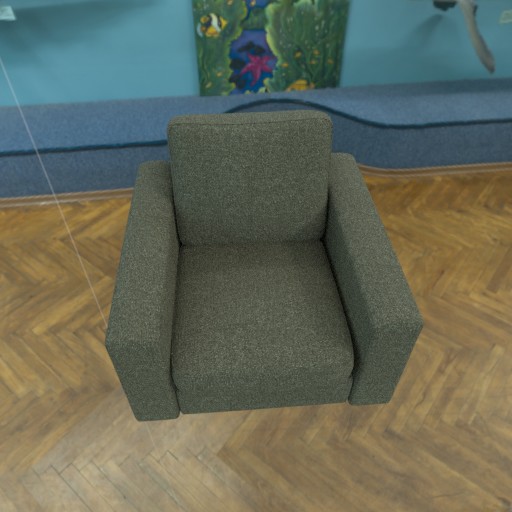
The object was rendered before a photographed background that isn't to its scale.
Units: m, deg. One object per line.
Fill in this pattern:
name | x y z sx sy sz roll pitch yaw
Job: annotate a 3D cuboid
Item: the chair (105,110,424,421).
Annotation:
chair | 0.000 0.000 1.776 1.005 0.873 1.016 -3 45 -3
